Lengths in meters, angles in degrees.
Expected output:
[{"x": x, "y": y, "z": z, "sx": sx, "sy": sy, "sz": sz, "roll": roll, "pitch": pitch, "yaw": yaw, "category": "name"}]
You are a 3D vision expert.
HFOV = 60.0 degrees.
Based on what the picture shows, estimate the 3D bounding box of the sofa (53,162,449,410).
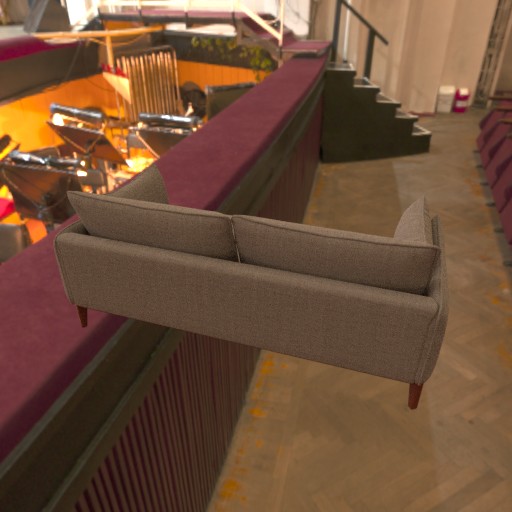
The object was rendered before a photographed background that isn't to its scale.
[{"x": 0.000, "y": 0.000, "z": 2.504, "sx": 1.989, "sy": 0.851, "sz": 0.972, "roll": 10, "pitch": 32, "yaw": 16, "category": "sofa"}]
